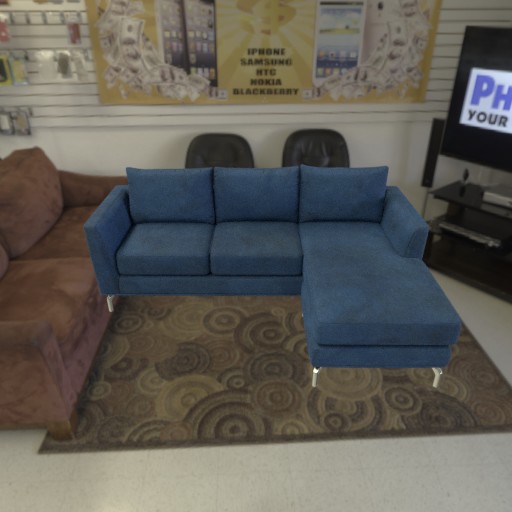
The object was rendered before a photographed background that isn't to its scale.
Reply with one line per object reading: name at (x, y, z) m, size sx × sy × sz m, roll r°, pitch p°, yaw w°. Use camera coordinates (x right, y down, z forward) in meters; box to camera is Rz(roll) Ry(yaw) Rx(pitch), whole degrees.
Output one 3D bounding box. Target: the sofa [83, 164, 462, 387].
sofa at (0.000, 0.000, 3.249) m, size 2.438 × 0.987 × 1.622 m, roll 0°, pitch 29°, yaw 0°
